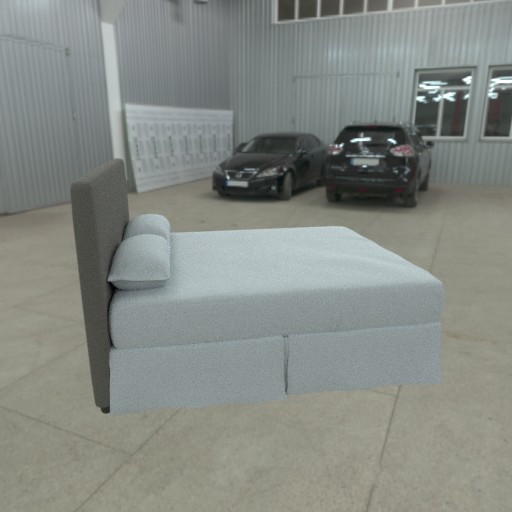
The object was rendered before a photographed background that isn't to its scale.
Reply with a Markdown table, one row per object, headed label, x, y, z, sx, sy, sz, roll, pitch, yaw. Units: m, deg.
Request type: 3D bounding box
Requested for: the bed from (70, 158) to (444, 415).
| label | x | y | z | sx | sy | sz | roll | pitch | yaw |
| --- | --- | --- | --- | --- | --- | --- | --- | --- | --- |
| bed | 0.000 | 0.000 | 3.240 | 2.142 | 1.330 | 1.748 | -3 | 17 | -10 |
